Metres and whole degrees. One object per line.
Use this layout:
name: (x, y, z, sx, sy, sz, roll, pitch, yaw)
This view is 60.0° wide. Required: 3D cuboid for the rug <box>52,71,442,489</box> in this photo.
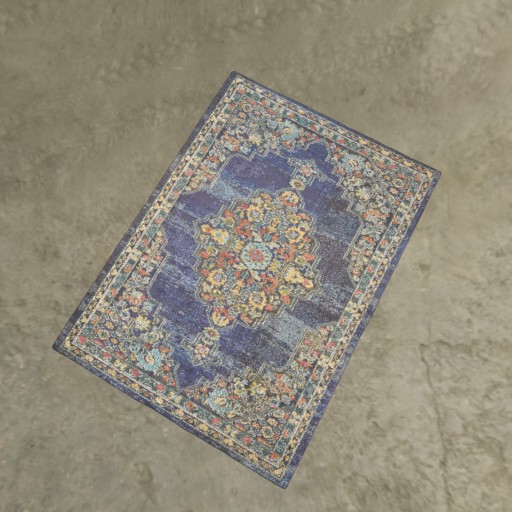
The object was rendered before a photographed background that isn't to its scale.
rug: (0.000, 0.000, 2.839, 1.630, 0.009, 2.232, 28, 78, 7)
